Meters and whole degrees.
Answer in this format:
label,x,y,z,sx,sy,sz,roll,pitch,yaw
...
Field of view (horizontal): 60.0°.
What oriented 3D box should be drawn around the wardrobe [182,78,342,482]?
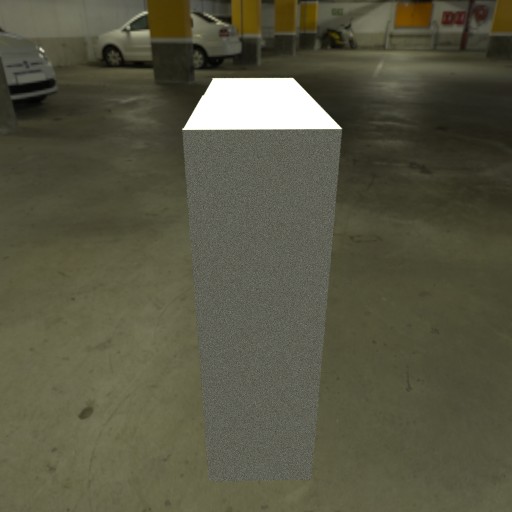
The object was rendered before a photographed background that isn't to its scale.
label,x,y,z,sx,sy,sz,roll,pitch,yaw
wardrobe,0.000,0.000,2.940,0.600,2.020,1.830,-1,27,-1
